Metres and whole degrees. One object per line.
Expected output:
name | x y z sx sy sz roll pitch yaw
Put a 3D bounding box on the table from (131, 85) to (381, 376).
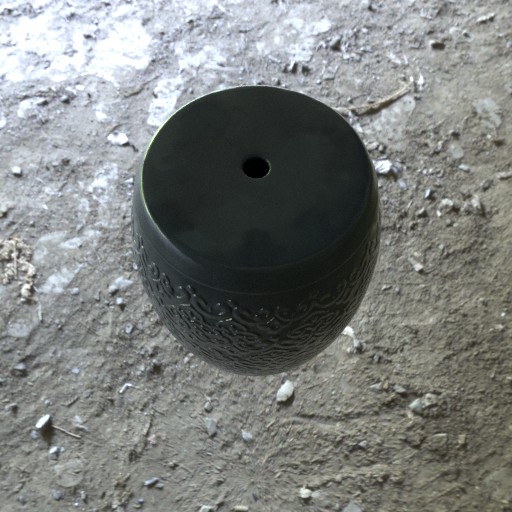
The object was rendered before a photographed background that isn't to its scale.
table | 0.000 0.000 0.616 0.309 0.397 0.309 0 63 0
